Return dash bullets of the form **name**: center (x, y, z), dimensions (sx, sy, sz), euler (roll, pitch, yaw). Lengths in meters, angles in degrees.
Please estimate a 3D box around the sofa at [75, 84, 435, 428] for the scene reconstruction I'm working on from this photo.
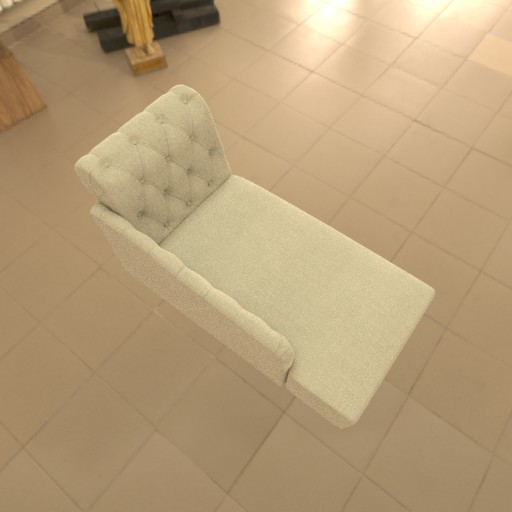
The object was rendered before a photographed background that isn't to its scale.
- **sofa**: center (0.000, 0.000, 1.887), dimensions (1.379, 0.787, 0.675), euler (33, 64, 18)
